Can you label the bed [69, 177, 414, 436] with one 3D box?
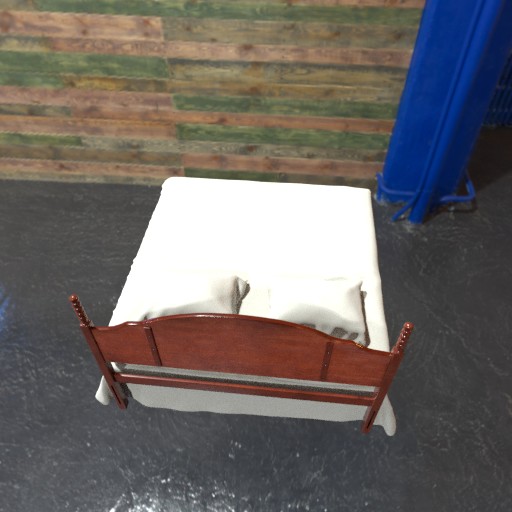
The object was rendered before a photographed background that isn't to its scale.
[{"bbox_3d":[0.000,0.000,3.652,2.322,1.355,2.219,4,46,4],"label":"bed"}]
